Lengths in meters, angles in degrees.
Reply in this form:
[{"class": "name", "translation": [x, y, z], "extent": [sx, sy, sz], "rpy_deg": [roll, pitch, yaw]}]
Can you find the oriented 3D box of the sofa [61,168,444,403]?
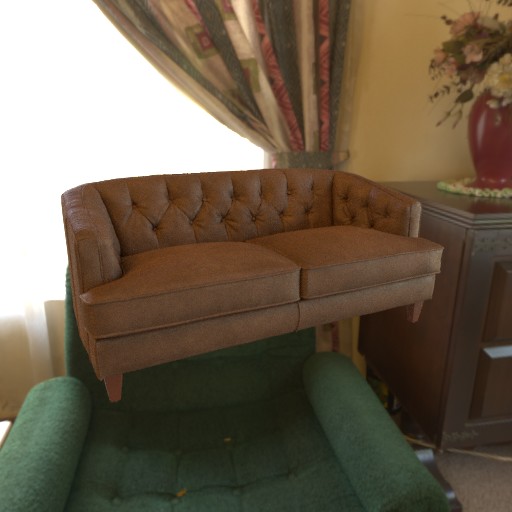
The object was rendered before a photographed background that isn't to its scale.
[{"class": "sofa", "translation": [0.000, 0.000, 2.278], "extent": [1.767, 0.799, 0.917], "rpy_deg": [-8, 18, -26]}]
